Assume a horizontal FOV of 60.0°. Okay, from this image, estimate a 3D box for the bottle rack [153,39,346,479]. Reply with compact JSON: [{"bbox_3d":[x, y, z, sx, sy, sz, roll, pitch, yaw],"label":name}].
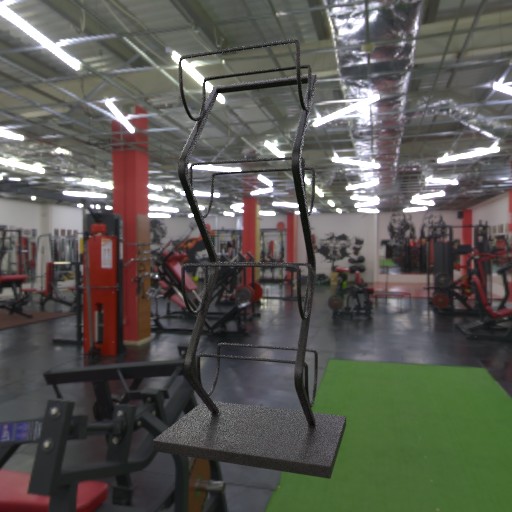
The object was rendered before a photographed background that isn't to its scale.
[{"bbox_3d":[0.000,0.000,0.677,0.254,0.559,0.178,0,1,18],"label":"bottle rack"}]
